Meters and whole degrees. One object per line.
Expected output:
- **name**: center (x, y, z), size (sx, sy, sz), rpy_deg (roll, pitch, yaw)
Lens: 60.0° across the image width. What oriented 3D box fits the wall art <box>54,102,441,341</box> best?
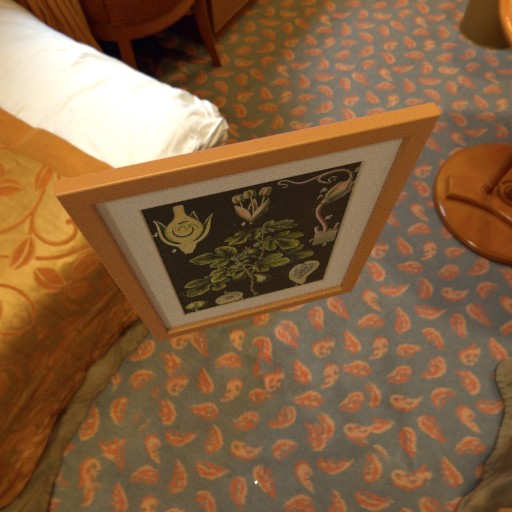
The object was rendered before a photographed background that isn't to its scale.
- **wall art**: center (0.000, 0.000, 0.515), size (0.310, 0.379, 0.015), rpy_deg (-14, 64, -7)
